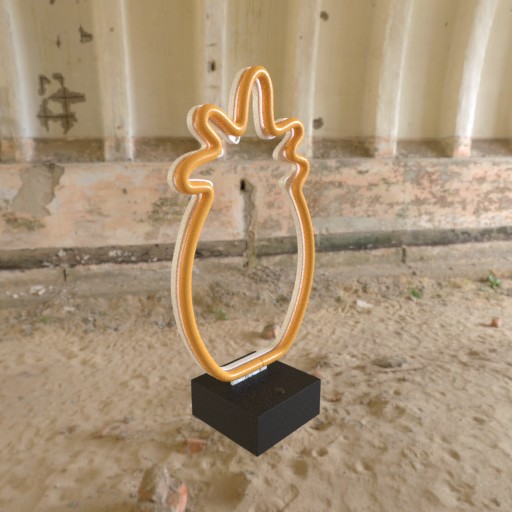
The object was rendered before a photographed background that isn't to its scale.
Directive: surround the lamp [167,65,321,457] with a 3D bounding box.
[{"bbox_3d":[0.000,0.000,0.395,0.088,0.317,0.167,13,18,43],"label":"lamp"}]
